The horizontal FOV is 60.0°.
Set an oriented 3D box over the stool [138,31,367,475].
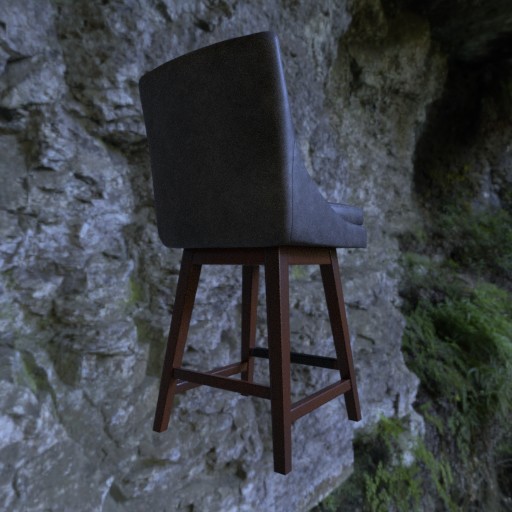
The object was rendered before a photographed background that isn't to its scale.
[{"bbox_3d":[0.000,0.000,1.353,0.492,1.046,0.587,0,-1,36],"label":"stool"}]
